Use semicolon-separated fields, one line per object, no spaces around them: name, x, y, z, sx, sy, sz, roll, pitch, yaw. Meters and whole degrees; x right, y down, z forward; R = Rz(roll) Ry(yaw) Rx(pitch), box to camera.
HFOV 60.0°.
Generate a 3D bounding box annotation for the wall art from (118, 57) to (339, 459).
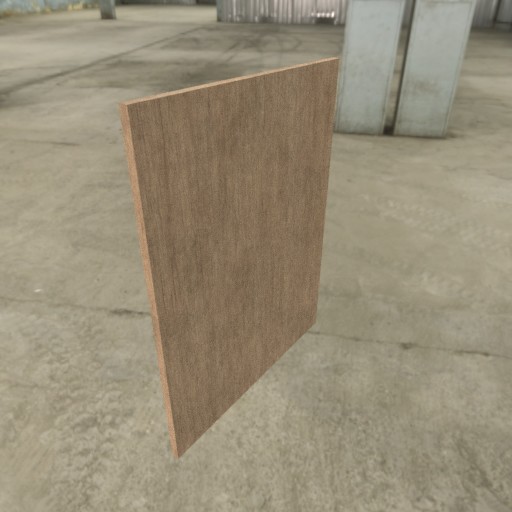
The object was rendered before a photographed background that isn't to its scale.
wall art;0.000;0.000;0.896;0.018;0.686;0.534;21;37;31
